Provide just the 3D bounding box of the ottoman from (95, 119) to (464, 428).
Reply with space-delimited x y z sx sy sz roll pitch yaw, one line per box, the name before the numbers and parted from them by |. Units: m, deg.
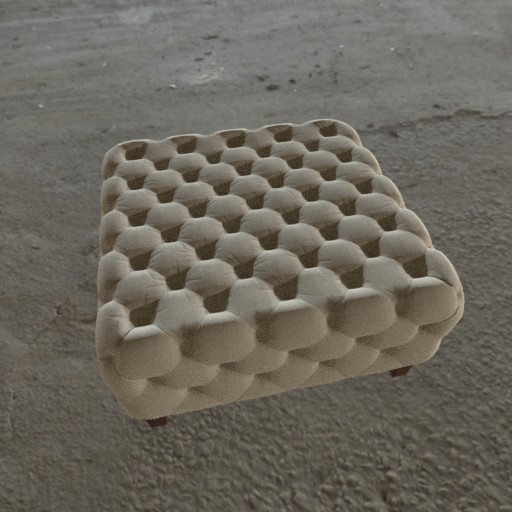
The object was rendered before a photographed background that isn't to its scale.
ottoman | 0.000 0.000 1.193 0.753 0.376 0.755 -9 46 -9
